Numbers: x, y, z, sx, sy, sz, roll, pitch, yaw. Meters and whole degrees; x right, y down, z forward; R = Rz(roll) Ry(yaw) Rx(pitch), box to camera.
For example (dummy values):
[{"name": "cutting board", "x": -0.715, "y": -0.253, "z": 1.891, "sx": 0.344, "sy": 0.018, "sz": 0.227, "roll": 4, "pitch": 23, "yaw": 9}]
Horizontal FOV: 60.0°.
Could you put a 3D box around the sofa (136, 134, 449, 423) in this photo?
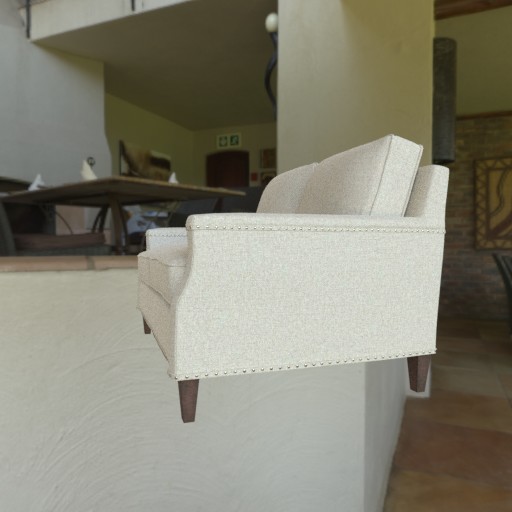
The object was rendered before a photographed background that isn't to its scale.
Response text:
[{"name": "sofa", "x": 0.000, "y": 0.000, "z": 2.242, "sx": 1.084, "sy": 1.003, "sz": 1.597, "roll": -1, "pitch": 2, "yaw": -19}]
